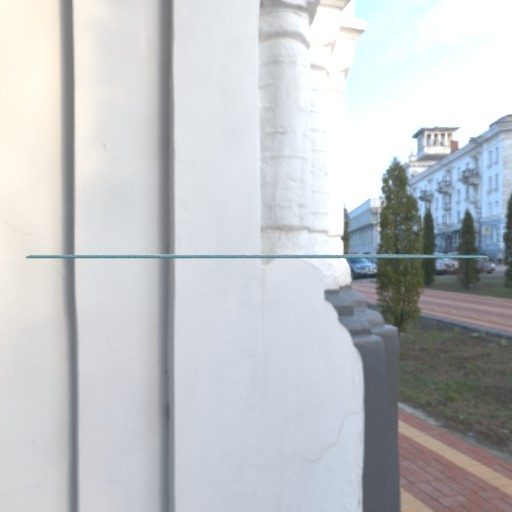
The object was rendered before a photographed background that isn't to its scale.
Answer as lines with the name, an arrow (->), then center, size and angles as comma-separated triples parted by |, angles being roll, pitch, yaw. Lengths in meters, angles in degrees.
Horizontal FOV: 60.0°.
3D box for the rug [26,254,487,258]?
rug -> 0.000, 0.000, 3.569 | 2.769, 0.018, 1.830 | 0, 0, -1
